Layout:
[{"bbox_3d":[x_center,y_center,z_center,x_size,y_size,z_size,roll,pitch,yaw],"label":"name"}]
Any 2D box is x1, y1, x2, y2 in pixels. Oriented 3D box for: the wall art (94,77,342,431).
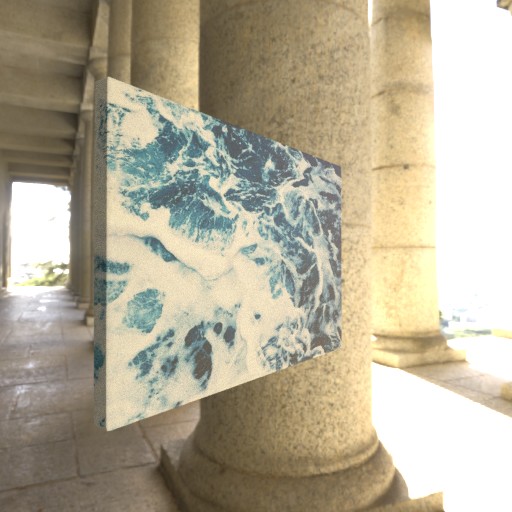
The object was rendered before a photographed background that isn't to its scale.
[{"bbox_3d":[0.000,0.000,1.137,0.042,0.610,0.915,0,-1,36],"label":"wall art"}]
